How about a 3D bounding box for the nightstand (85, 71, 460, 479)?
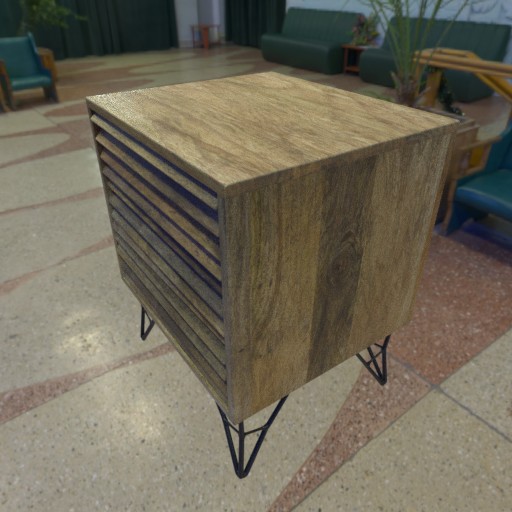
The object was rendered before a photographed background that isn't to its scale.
[{"bbox_3d":[0.000,0.000,0.853,0.406,0.559,0.457,-21,38,-29],"label":"nightstand"}]
